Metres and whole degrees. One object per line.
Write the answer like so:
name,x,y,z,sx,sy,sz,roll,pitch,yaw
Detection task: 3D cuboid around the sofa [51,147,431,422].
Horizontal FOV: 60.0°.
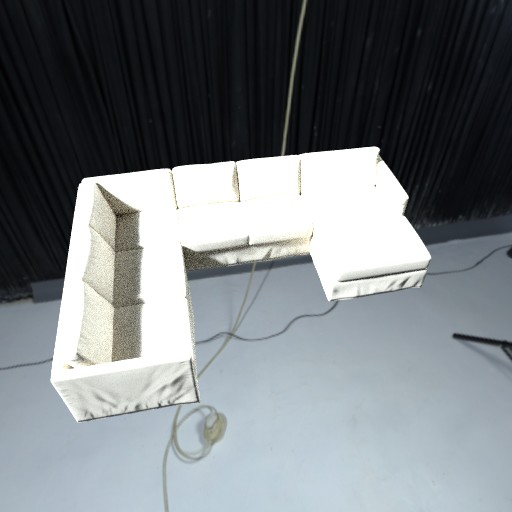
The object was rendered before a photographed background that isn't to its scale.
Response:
sofa,0.000,0.000,4.393,3.460,0.882,2.427,-8,46,-8
